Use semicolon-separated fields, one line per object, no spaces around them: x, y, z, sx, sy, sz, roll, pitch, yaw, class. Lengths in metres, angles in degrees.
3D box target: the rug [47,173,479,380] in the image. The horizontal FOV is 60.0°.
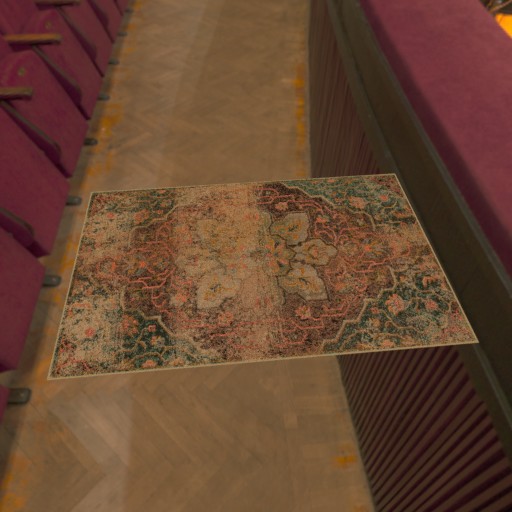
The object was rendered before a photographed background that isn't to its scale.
0.000;0.000;2.890;2.363;0.004;1.566;-3;48;-3;rug
